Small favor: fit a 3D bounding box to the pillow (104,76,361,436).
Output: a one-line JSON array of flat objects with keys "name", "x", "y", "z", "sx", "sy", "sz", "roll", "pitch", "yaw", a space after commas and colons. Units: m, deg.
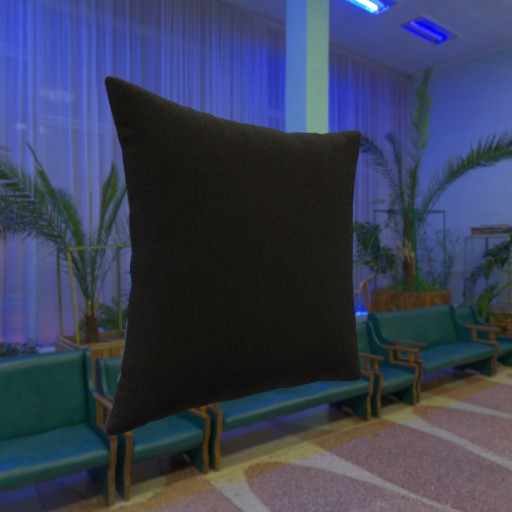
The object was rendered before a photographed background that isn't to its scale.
[{"name": "pillow", "x": 0.000, "y": 0.000, "z": 0.765, "sx": 0.511, "sy": 0.509, "sz": 0.161, "roll": 0, "pitch": 0, "yaw": -34}]
